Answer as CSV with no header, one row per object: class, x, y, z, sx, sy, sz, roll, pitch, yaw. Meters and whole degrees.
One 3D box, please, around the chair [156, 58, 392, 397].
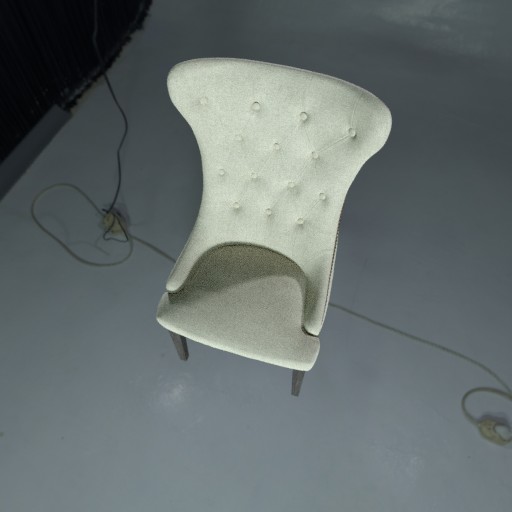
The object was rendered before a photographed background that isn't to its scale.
chair,0.000,0.000,1.453,0.584,1.065,0.590,15,59,9
